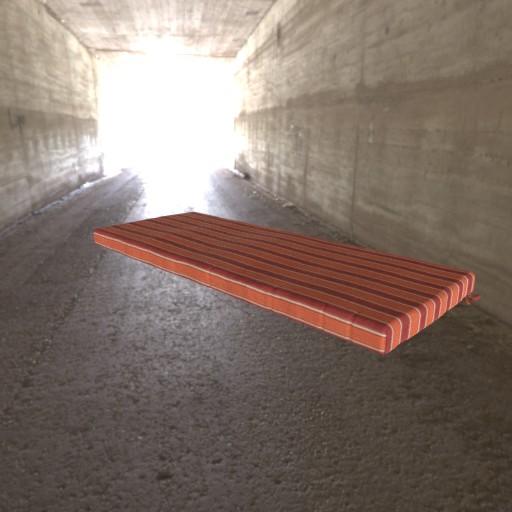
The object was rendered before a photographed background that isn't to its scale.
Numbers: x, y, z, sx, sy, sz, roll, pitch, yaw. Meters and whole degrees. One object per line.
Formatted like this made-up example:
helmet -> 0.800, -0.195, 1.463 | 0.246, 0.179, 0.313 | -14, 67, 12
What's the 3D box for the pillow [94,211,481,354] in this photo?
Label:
pillow -> 0.000, 0.000, 1.355 | 1.187, 0.081, 0.492 | 16, 23, 42
